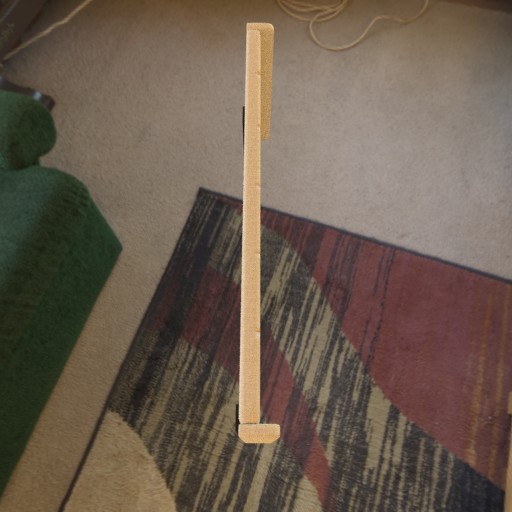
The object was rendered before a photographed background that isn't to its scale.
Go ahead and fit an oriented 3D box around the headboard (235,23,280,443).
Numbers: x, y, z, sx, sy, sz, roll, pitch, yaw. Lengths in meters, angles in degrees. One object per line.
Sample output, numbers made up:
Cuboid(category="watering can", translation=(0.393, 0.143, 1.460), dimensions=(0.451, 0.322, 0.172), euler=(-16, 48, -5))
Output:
Cuboid(category="headboard", translation=(0.000, 0.000, 2.643), dimensions=(0.184, 1.524, 2.051), euler=(0, 66, 0))
